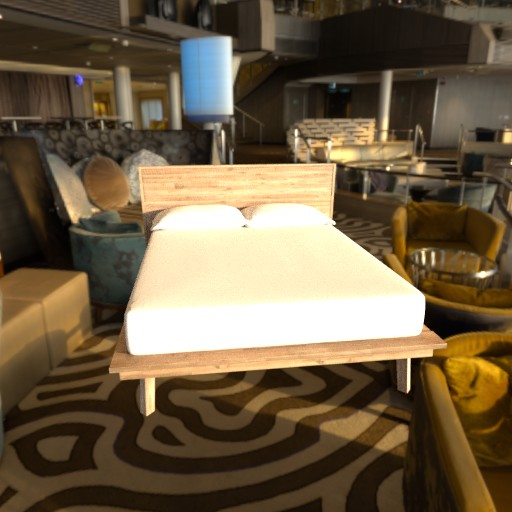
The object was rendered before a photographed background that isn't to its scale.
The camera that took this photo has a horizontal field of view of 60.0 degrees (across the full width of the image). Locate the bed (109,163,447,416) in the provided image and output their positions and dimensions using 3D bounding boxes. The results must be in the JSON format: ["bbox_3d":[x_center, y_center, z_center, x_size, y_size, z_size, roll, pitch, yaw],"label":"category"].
[{"bbox_3d":[0.000,0.000,3.135,1.759,1.071,2.145,-2,17,-8],"label":"bed"}]
